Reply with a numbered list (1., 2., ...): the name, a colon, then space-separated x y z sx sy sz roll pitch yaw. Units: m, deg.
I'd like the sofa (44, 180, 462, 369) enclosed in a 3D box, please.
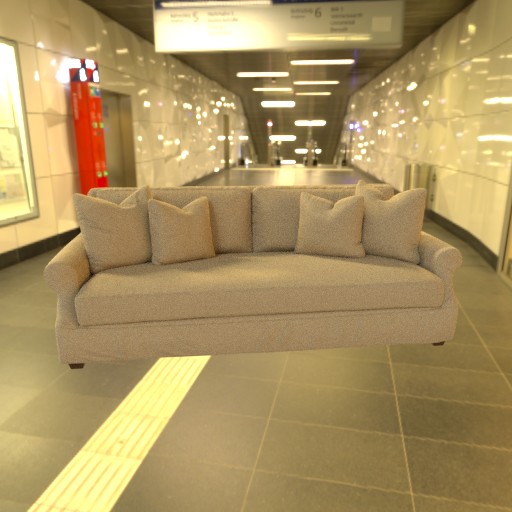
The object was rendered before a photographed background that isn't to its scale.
1. sofa: 0.000 0.000 2.772 2.285 0.904 1.067 -2 15 -7
